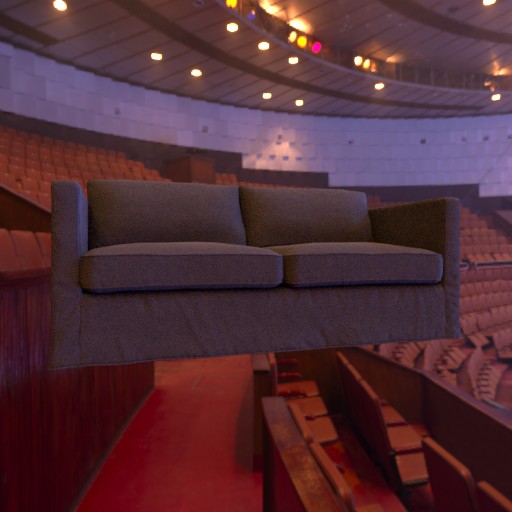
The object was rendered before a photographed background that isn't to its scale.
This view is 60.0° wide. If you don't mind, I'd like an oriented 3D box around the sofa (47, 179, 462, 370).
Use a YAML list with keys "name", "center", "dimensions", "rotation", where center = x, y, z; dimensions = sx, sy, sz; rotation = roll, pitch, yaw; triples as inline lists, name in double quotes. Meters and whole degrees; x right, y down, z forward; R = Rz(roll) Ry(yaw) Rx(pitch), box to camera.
- name: "sofa"
  center: [0.000, 0.000, 2.414]
  dimensions: [1.982, 0.855, 0.953]
  rotation: [0, 1, -18]
